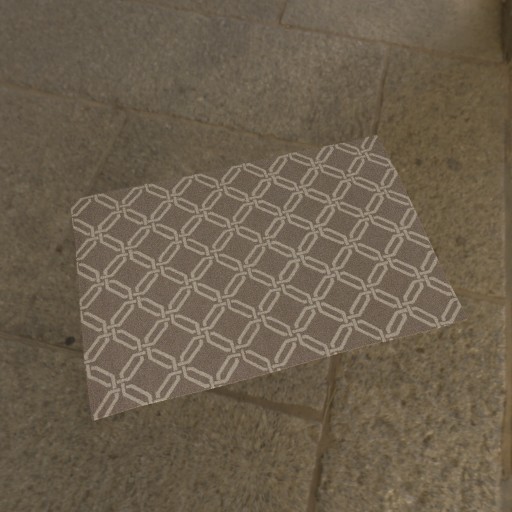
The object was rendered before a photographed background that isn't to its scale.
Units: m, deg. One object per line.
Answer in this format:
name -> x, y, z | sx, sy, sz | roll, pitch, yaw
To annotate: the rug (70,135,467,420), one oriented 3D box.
rug -> 0.000, 0.000, 2.199 | 1.748, 0.010, 1.142 | -13, 65, -6
